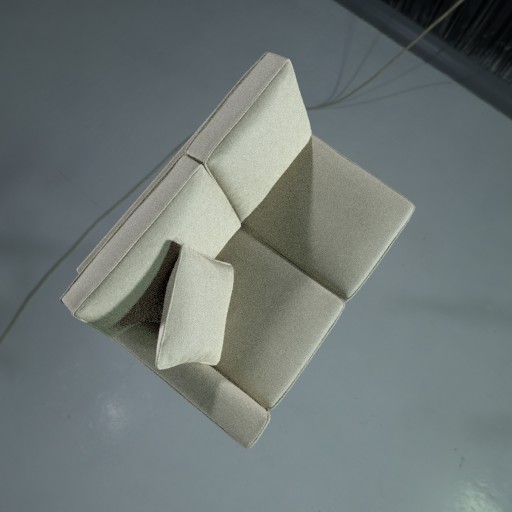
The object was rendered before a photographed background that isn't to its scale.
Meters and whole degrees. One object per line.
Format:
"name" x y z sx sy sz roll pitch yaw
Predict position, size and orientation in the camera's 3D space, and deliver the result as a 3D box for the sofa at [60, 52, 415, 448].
"sofa" 0.000 0.000 2.116 0.991 0.989 1.388 36 78 9
